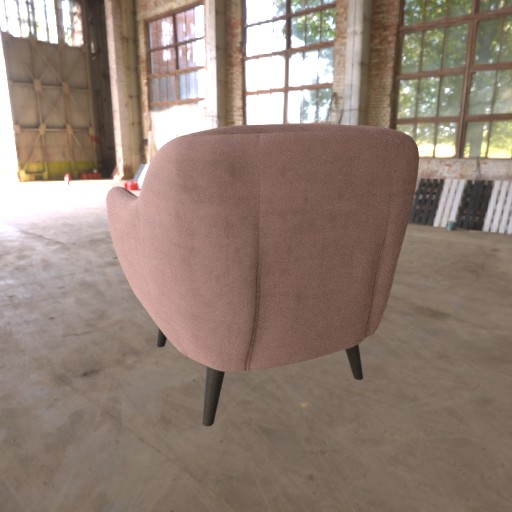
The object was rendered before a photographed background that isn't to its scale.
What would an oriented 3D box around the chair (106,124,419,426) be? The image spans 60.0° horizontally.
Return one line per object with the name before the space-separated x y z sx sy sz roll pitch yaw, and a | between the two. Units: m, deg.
chair | 0.000 0.000 1.485 0.840 0.820 0.820 -7 16 -27
